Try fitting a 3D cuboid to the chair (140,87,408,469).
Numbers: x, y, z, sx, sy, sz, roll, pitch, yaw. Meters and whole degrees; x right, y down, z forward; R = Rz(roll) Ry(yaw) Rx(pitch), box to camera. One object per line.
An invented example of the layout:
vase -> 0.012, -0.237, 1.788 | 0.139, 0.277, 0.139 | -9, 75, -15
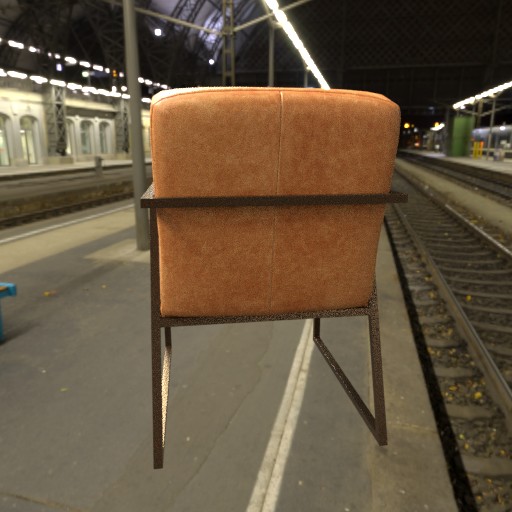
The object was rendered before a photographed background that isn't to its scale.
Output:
chair -> 0.000, 0.000, 1.249 | 0.571, 0.832, 0.677 | -2, 15, -8
